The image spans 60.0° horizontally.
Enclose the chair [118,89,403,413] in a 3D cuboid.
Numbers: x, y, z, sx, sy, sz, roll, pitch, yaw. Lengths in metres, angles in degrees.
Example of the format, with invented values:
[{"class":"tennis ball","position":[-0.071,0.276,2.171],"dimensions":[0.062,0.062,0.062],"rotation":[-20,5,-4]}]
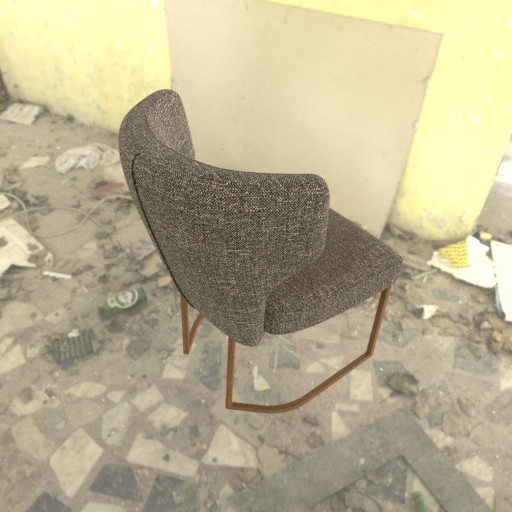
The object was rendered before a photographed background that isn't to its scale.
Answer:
[{"class":"chair","position":[0.000,0.000,1.242],"dimensions":[0.617,0.824,0.611],"rotation":[-26,46,-27]}]
